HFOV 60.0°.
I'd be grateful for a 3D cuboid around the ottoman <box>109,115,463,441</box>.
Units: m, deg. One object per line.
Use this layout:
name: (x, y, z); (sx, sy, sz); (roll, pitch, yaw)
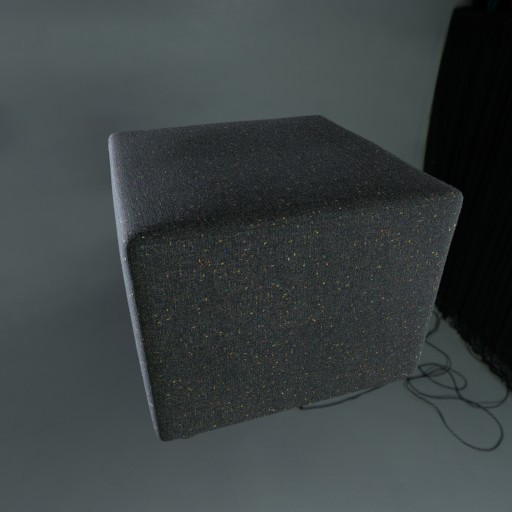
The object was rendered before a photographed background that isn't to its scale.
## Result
ottoman: (0.000, 0.000, 0.889); (0.508, 0.432, 0.508); (-10, 33, -15)
